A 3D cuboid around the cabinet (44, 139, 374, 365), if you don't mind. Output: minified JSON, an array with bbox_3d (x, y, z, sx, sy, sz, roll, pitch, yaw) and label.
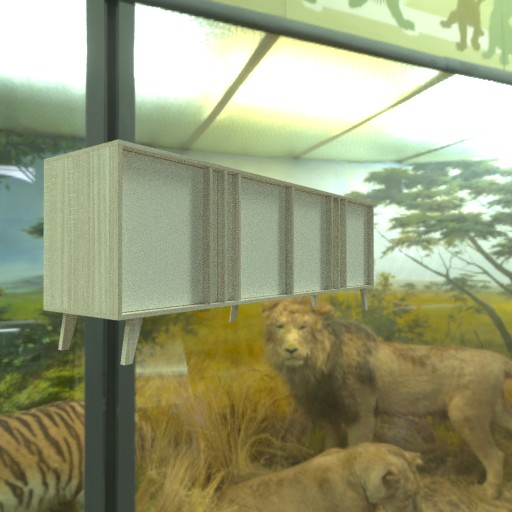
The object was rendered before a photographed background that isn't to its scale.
[{"bbox_3d":[0.000,0.000,2.530,0.500,0.780,2.200,0,0,37],"label":"cabinet"}]
